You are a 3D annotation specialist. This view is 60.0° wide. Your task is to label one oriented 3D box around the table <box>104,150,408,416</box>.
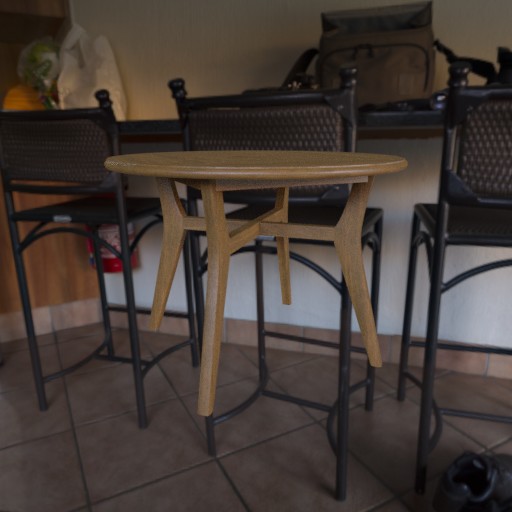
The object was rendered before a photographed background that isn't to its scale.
[{"bbox_3d":[0.000,0.000,1.721,1.055,0.757,1.055,0,16,0],"label":"table"}]
